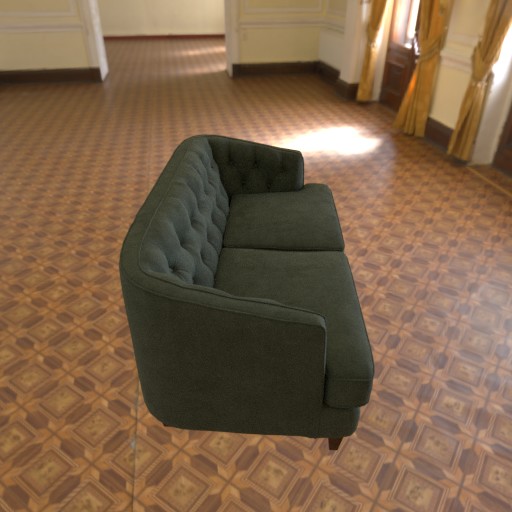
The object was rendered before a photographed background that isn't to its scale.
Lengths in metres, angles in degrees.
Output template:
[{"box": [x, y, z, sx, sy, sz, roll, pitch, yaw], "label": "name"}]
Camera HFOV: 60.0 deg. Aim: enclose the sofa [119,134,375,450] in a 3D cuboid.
[{"box": [0.000, 0.000, 2.291, 0.941, 0.855, 1.733, 1, 32, 2], "label": "sofa"}]
